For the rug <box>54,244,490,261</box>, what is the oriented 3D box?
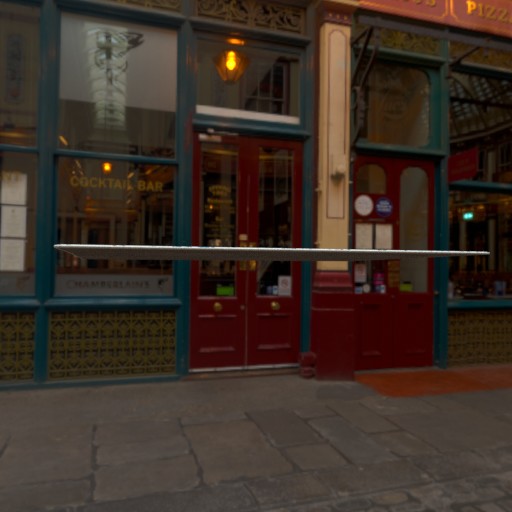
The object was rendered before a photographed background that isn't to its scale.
[{"bbox_3d":[0.000,0.000,2.860,2.197,0.014,1.586,1,-2,-17],"label":"rug"}]
